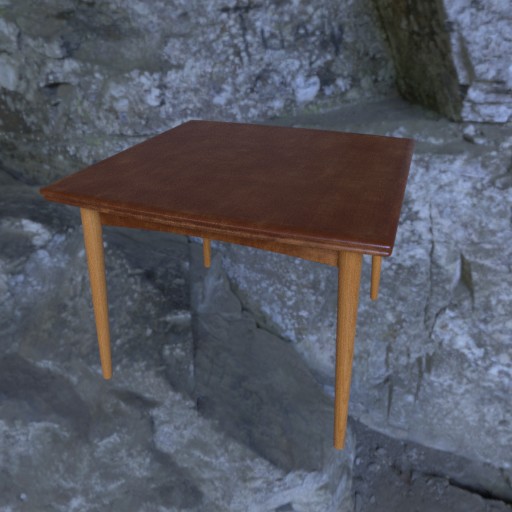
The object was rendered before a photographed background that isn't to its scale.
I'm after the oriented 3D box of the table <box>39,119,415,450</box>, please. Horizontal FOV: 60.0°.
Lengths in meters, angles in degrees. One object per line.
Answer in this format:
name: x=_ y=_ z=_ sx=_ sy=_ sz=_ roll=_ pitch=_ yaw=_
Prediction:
table: x=0.000 y=0.000 z=1.690 sx=0.991 sy=0.754 sz=0.991 roll=10 pitch=31 yaw=17
